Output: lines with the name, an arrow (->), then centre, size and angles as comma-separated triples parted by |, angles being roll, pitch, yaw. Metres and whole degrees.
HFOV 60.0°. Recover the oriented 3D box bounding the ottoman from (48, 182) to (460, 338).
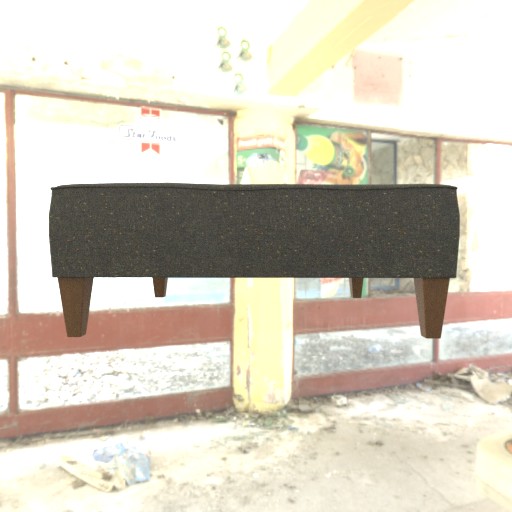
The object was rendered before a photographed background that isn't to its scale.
ottoman -> 0.000, 0.000, 1.533 | 0.968, 0.382, 1.004 | 0, 1, 1
